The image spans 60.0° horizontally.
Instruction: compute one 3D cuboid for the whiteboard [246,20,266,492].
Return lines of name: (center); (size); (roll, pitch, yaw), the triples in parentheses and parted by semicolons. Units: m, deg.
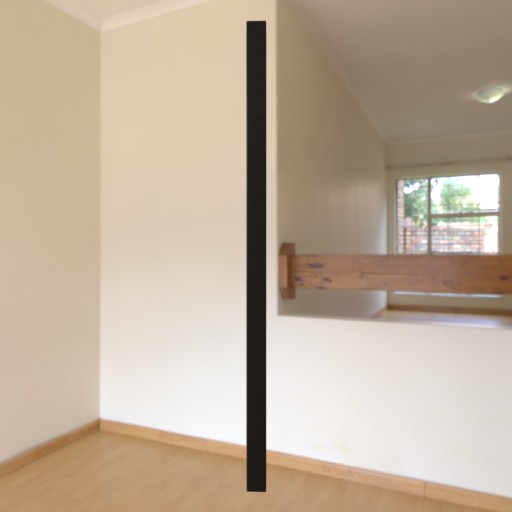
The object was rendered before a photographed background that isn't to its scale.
whiteboard: (0.000, 0.000, 0.776); (0.026, 0.611, 0.406); (0, 0, 0)
